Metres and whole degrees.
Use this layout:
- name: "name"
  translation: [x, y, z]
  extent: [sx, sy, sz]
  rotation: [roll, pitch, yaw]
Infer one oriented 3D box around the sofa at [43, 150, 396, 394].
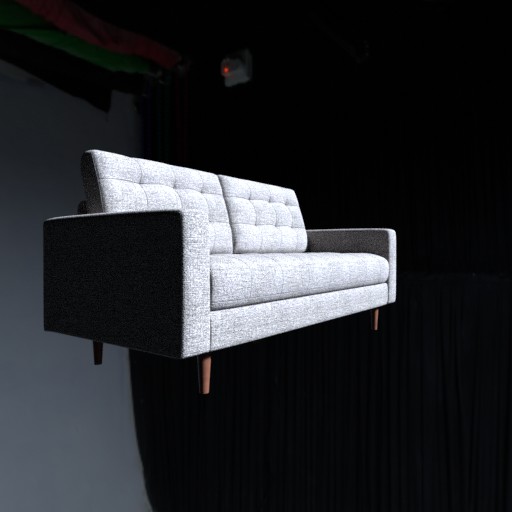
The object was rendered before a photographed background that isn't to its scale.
- name: "sofa"
  translation: [0.000, 0.000, 2.294]
  extent: [0.863, 0.902, 1.821]
  rotation: [1, 1, 37]
